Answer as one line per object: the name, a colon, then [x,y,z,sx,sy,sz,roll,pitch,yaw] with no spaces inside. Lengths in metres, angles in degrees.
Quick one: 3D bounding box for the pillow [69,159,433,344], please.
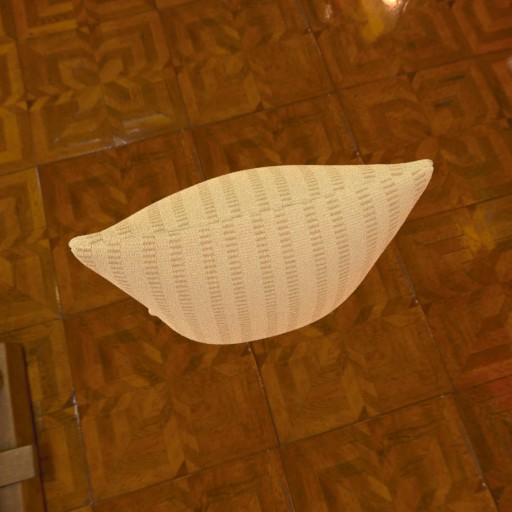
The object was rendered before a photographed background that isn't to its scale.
pillow: [0.000,0.000,0.703,0.438,0.419,0.247,-13,74,-4]
